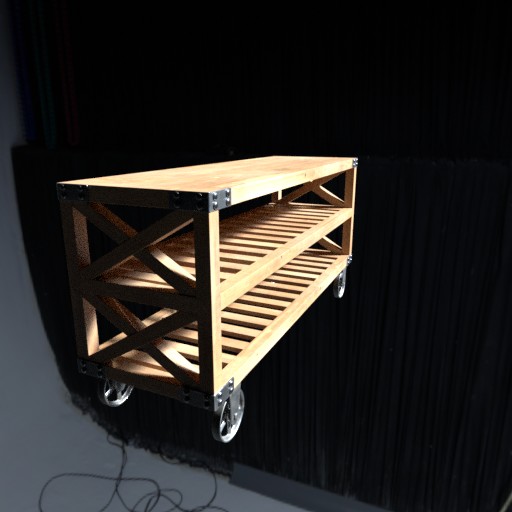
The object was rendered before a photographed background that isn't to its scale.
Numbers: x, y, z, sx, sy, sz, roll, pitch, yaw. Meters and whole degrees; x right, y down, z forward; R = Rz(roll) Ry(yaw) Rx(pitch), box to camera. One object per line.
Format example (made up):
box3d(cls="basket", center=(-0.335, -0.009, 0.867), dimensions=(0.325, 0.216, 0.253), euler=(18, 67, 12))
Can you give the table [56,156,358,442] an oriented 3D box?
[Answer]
box3d(cls="table", center=(0.000, 0.000, 1.789), dimensions=(0.467, 0.711, 1.487), euler=(7, 17, 24))
